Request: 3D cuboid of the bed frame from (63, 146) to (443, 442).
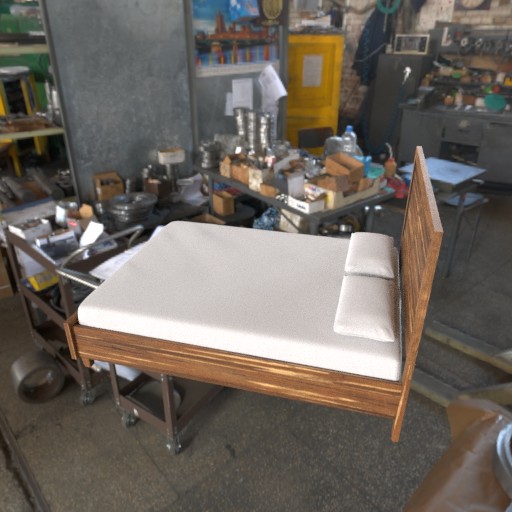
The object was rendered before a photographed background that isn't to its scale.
[{"bbox_3d":[0.000,0.000,3.382,2.276,1.417,1.696,7,28,13],"label":"bed frame"}]
